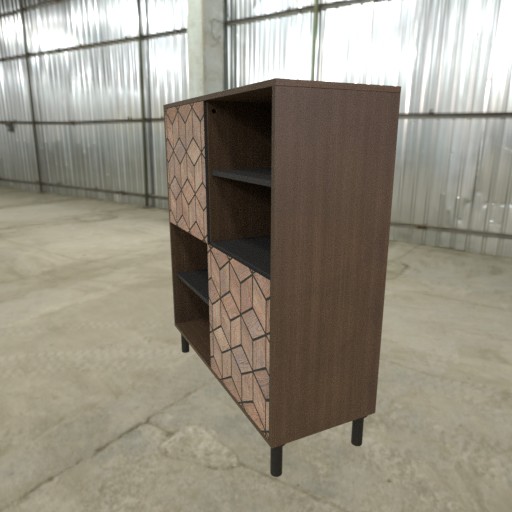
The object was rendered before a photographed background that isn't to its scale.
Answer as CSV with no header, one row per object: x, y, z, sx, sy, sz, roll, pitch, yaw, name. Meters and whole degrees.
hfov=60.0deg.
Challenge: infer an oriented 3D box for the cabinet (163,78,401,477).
0.000,0.000,1.734,0.400,1.170,1.010,-7,17,-26,cabinet
